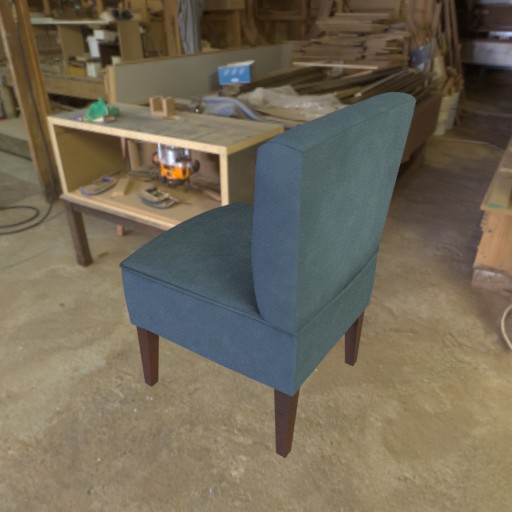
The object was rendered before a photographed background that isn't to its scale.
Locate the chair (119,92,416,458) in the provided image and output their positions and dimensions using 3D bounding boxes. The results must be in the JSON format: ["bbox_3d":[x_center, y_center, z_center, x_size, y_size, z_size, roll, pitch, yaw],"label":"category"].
[{"bbox_3d":[0.000,0.000,1.153,0.551,0.806,0.521,20,35,30],"label":"chair"}]
